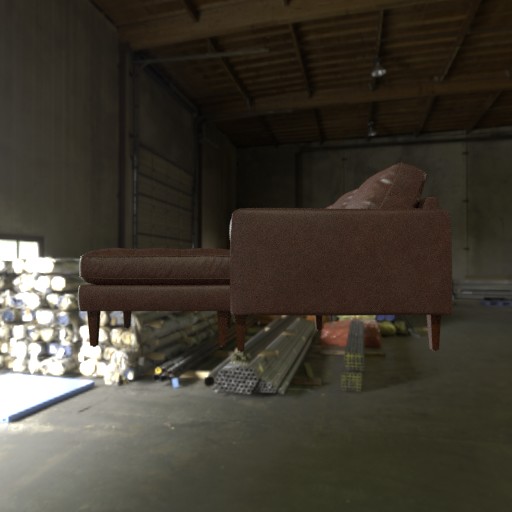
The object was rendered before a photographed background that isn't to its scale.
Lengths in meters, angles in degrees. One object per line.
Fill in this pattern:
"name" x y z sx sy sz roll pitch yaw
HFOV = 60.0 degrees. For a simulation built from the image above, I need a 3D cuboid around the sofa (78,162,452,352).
"sofa" 0.000 0.000 2.918 1.613 0.841 2.185 0 -1 -1
